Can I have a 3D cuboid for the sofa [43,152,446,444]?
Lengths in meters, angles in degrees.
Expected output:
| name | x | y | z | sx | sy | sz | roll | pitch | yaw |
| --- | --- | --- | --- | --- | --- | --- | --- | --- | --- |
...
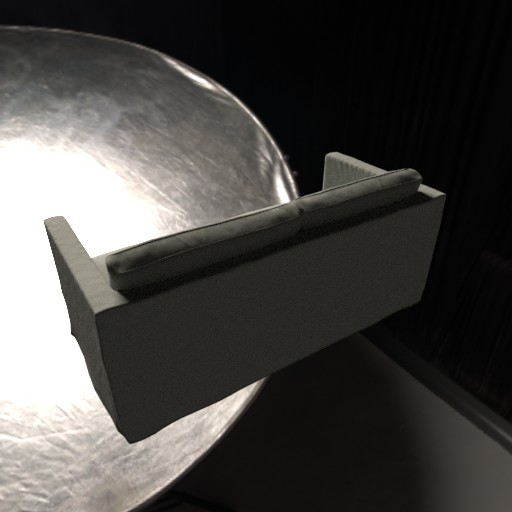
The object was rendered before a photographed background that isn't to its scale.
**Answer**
| name | x | y | z | sx | sy | sz | roll | pitch | yaw |
| --- | --- | --- | --- | --- | --- | --- | --- | --- | --- |
| sofa | 0.000 | 0.000 | 2.485 | 1.987 | 0.870 | 0.940 | -19 | 36 | -28 |
